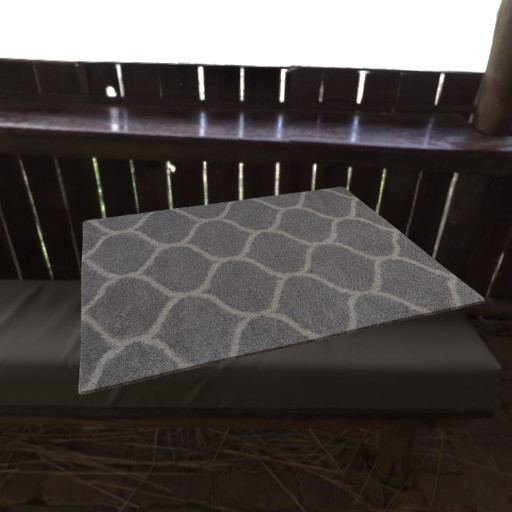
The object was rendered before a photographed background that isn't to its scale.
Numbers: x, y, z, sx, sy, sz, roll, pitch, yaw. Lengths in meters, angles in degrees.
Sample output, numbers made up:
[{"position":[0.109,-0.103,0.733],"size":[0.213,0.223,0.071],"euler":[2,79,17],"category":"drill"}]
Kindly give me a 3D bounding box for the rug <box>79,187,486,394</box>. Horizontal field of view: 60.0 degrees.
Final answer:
[{"position":[0.000,0.000,4.016],"size":[3.000,0.026,2.399],"euler":[-10,33,-15],"category":"rug"}]
